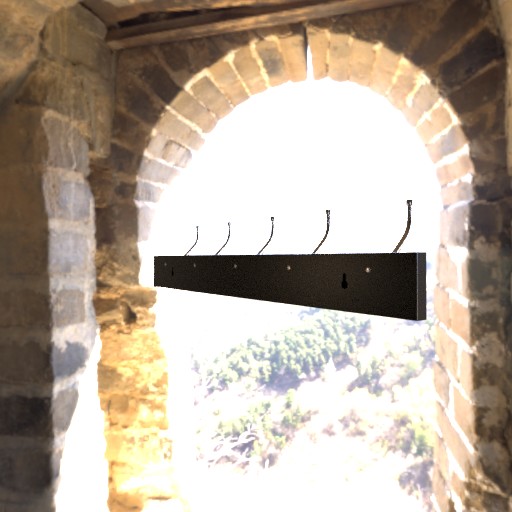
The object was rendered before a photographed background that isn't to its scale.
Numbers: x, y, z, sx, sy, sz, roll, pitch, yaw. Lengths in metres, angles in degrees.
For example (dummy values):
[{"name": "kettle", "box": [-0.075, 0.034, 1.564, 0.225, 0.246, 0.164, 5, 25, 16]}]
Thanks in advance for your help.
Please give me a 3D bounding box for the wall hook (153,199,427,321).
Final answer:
[{"name": "wall hook", "box": [0.000, 0.000, 0.634, 0.071, 0.117, 0.571, 0, 0, -36]}]
